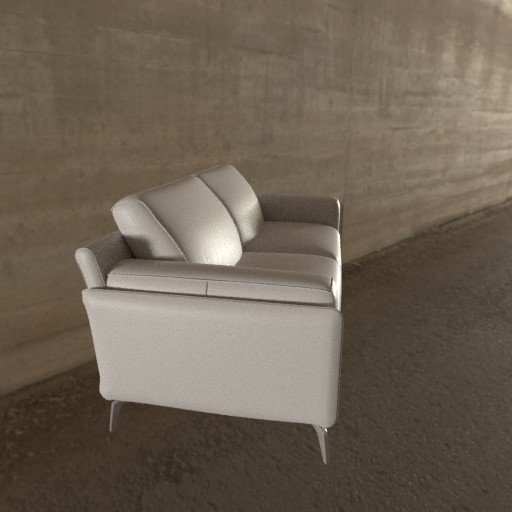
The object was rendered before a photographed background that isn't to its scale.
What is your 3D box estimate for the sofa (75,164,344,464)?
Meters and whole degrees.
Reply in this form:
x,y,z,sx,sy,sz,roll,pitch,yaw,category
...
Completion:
x,y,z,sx,sy,sz,roll,pitch,yaw,category
0.000,0.000,2.507,1.049,0.930,2.101,3,17,10,sofa
